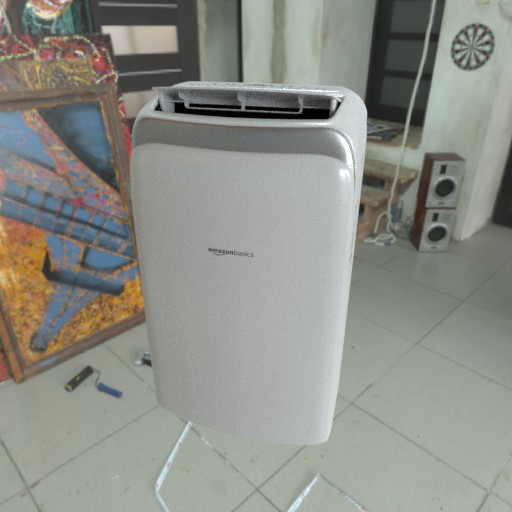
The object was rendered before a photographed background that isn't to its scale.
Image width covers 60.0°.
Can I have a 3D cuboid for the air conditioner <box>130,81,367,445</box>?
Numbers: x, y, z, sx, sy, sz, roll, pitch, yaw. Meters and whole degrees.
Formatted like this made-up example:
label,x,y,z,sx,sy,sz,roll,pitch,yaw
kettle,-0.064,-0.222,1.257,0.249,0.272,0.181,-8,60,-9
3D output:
label,x,y,z,sx,sy,sz,roll,pitch,yaw
air conditioner,0.000,0.000,1.056,0.449,0.786,0.414,8,28,14
